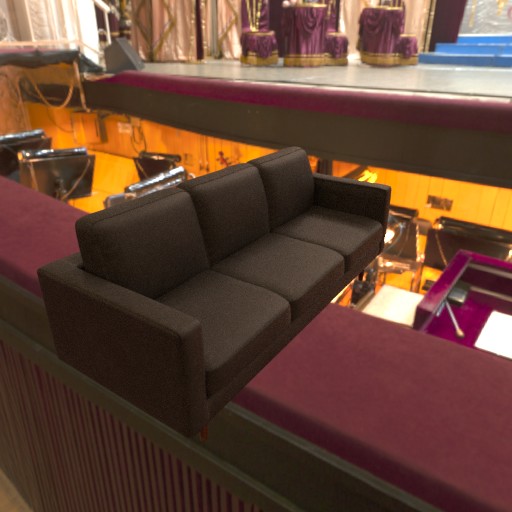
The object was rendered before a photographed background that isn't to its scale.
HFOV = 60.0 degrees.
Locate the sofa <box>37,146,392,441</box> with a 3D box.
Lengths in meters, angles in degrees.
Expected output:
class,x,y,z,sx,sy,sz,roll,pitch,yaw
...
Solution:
class,x,y,z,sx,sy,sz,roll,pitch,yaw
sofa,0.000,0.000,2.506,0.879,0.899,2.029,17,31,31
